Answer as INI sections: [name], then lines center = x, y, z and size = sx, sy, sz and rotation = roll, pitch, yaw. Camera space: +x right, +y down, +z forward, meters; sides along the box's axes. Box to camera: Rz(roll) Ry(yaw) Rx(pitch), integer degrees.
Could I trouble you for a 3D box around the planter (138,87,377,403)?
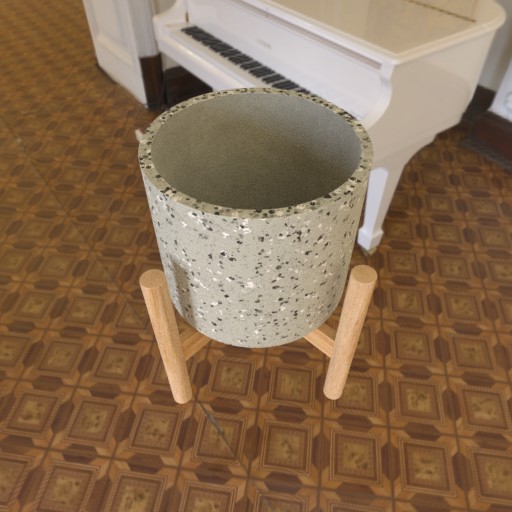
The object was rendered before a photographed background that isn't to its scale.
[planter]
center = 0.000, 0.000, 0.541
size = 0.284, 0.320, 0.284
rotation = -18, 49, -16
